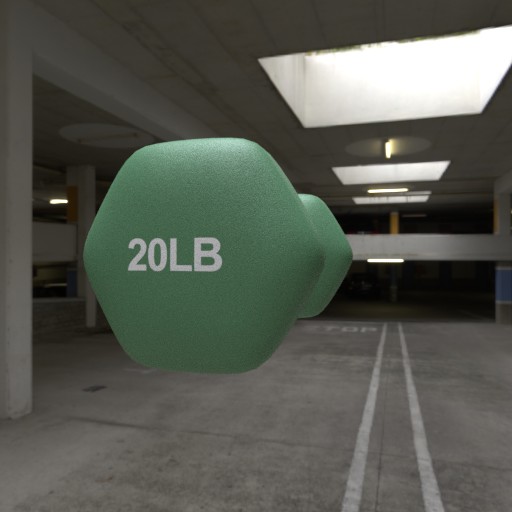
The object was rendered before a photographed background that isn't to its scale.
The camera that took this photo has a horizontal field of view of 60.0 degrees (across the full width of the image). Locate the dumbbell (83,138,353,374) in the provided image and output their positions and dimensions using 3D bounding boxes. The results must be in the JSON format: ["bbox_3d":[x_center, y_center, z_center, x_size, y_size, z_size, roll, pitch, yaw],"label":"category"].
[{"bbox_3d":[0.000,0.000,0.321,0.126,0.114,0.257,0,0,17],"label":"dumbbell"}]
